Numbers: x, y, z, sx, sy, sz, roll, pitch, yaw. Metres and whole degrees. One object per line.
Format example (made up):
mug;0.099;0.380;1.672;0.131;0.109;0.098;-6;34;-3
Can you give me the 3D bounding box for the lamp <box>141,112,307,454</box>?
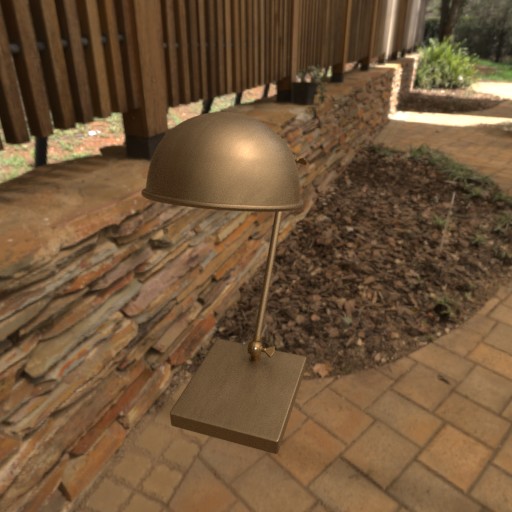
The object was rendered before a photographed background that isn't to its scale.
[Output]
lamp;0.000;0.000;0.546;0.149;0.371;0.339;8;28;16
